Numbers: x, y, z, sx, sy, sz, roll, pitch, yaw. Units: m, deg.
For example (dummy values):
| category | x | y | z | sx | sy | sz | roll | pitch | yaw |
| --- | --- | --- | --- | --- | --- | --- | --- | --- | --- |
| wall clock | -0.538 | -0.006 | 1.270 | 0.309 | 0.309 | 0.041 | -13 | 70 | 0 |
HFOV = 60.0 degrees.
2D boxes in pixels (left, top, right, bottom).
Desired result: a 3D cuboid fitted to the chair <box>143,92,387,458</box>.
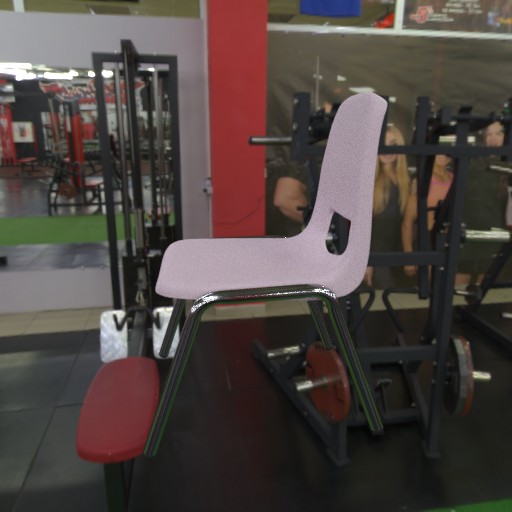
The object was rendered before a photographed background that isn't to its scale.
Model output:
| category | x | y | z | sx | sy | sz | roll | pitch | yaw |
| --- | --- | --- | --- | --- | --- | --- | --- | --- | --- |
| chair | 0.000 | 0.000 | 0.842 | 0.423 | 0.586 | 0.354 | -2 | 17 | -7 |
